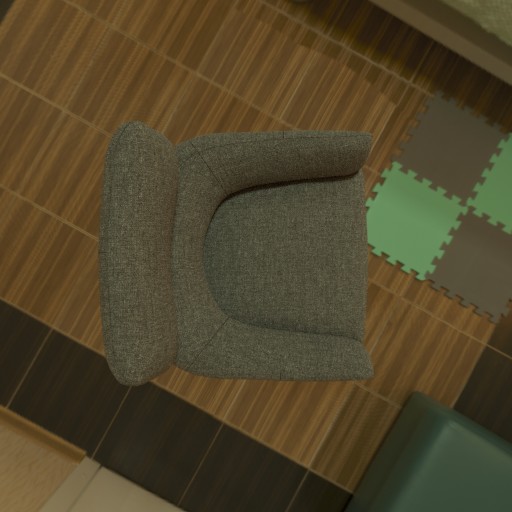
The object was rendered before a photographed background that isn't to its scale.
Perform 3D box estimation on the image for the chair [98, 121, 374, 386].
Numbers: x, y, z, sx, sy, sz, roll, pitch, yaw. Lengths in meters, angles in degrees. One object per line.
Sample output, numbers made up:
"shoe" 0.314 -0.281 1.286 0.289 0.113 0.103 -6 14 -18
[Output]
"chair" 0.000 0.000 1.346 0.715 0.812 0.706 0 89 -1
